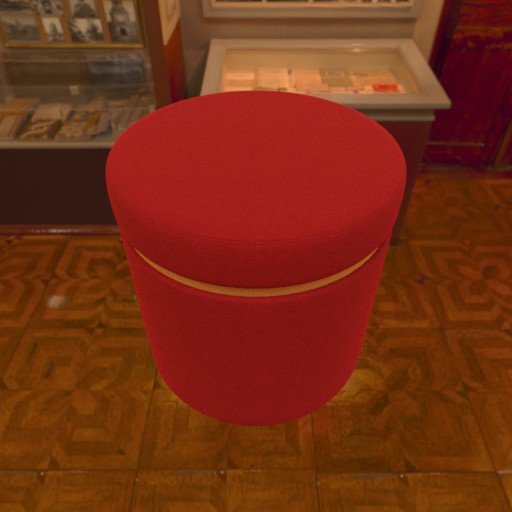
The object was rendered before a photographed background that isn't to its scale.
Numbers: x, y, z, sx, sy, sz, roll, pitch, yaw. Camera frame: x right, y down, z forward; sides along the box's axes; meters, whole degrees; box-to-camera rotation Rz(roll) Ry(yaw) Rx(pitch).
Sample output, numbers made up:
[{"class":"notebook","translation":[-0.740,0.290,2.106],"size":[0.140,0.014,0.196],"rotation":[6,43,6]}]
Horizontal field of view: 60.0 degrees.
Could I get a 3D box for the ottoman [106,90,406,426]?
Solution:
[{"class":"ottoman","translation":[0.000,0.000,0.728],"size":[0.400,0.406,0.400],"rotation":[0,42,0]}]
